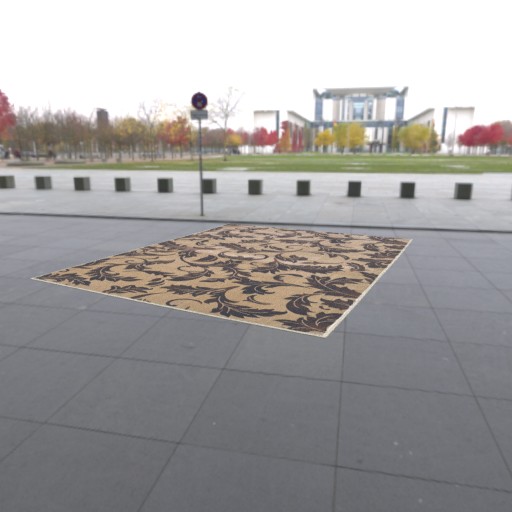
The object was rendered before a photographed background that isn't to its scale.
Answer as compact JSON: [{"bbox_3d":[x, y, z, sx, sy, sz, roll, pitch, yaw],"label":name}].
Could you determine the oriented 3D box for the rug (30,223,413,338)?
[{"bbox_3d":[0.000,0.000,4.131,2.380,0.008,2.977,7,15,27],"label":"rug"}]
